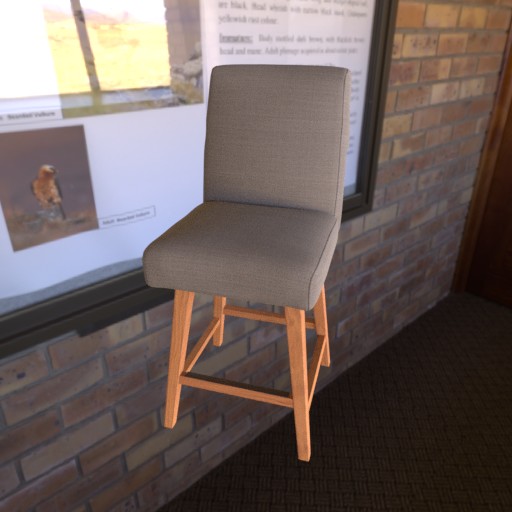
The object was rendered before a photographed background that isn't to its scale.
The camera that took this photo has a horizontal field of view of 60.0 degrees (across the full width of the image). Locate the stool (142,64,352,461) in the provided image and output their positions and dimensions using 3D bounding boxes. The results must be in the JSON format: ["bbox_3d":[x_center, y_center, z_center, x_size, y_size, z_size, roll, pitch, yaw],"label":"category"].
[{"bbox_3d":[0.000,0.000,1.314,0.459,1.019,0.570,7,27,14],"label":"stool"}]
